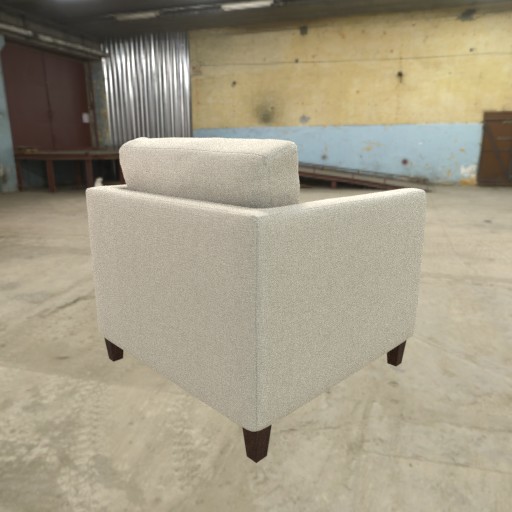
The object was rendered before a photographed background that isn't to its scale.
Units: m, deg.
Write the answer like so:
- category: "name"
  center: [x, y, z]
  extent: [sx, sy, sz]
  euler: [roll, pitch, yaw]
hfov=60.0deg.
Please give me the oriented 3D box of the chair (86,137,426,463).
- category: "chair"
  center: [0.000, 0.000, 1.772]
  extent: [0.959, 0.919, 0.996]
  euler: [-14, 20, -43]
